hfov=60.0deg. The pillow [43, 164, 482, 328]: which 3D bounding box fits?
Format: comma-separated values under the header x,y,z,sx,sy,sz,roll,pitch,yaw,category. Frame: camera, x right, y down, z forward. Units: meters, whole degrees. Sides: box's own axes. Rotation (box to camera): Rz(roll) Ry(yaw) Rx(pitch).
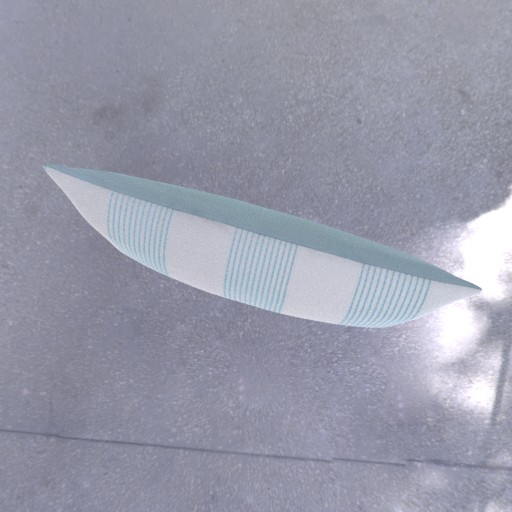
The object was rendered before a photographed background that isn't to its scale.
x,y,z,sx,sy,sz,roll,pitch,yaw,category
0.000,0.000,0.719,0.610,0.287,0.151,16,76,4,pillow
